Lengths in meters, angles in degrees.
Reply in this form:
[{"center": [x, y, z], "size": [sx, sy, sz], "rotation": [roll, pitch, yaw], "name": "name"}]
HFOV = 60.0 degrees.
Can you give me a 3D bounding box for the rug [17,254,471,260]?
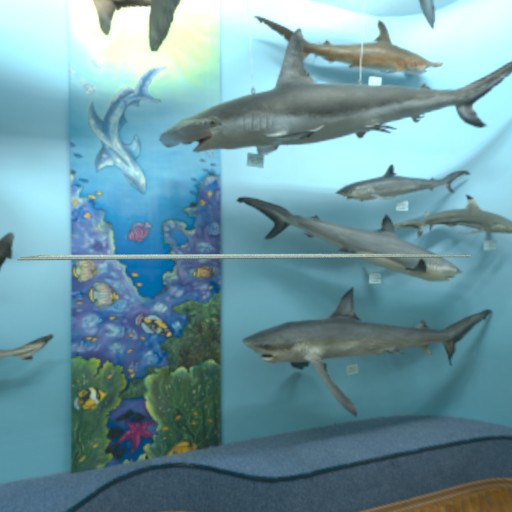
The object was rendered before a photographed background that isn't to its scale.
[{"center": [0.000, 0.000, 2.624], "size": [2.388, 0.012, 0.864], "rotation": [0, 1, -20], "name": "rug"}]
